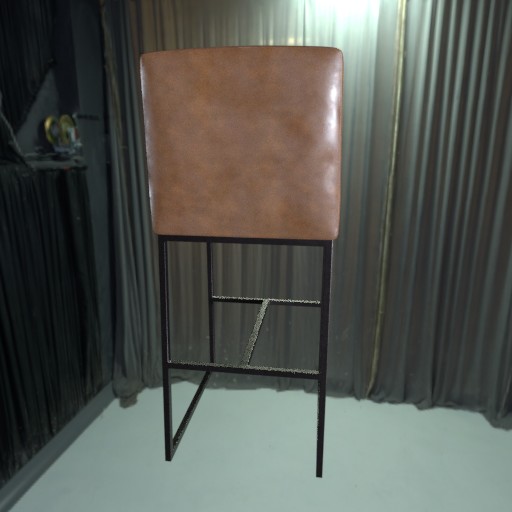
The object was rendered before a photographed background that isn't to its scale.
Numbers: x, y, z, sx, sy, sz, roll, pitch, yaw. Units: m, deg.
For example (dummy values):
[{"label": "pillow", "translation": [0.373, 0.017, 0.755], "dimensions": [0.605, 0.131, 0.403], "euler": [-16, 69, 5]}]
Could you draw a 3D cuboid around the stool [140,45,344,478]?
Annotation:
[{"label": "stool", "translation": [0.000, 0.000, 1.328], "dimensions": [0.463, 1.065, 0.562], "euler": [2, 16, 8]}]
